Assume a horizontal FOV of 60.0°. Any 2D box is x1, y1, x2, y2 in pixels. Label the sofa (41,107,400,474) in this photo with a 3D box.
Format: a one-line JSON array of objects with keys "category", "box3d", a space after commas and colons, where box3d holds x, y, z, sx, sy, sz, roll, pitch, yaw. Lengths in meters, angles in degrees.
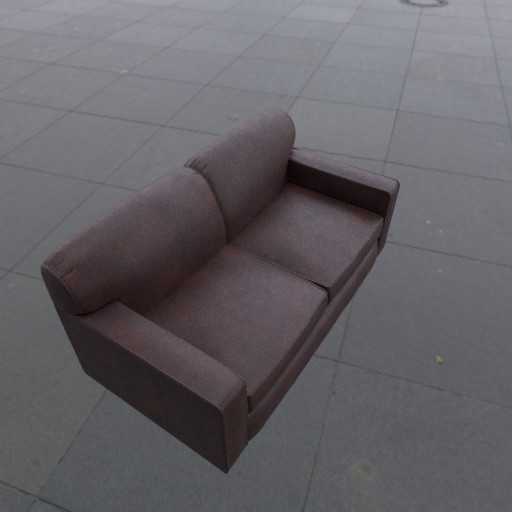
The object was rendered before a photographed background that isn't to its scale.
[{"category": "sofa", "box3d": [0.000, 0.000, 2.456, 1.000, 0.966, 1.856, 24, 47, 24]}]
